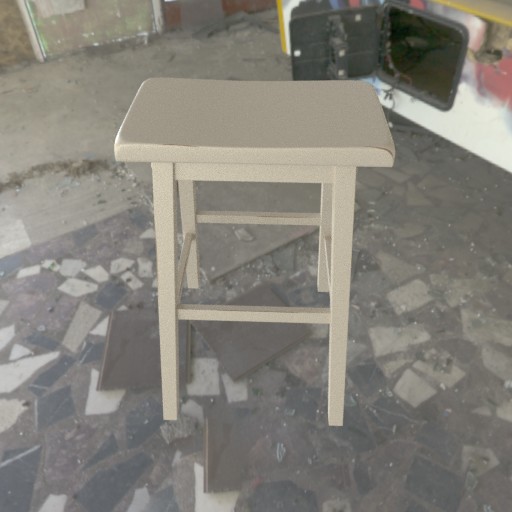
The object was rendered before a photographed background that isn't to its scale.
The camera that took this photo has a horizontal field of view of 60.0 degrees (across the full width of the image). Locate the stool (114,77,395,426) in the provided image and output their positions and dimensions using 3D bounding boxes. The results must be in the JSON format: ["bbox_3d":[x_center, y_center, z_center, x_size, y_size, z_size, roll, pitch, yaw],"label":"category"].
[{"bbox_3d":[0.000,0.000,1.036,0.457,0.737,0.476,1,46,1],"label":"stool"}]
